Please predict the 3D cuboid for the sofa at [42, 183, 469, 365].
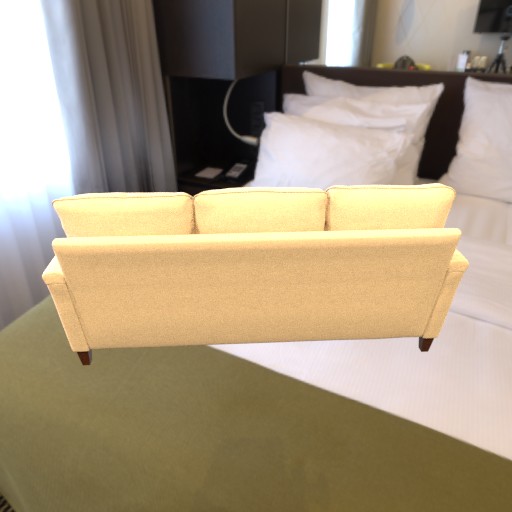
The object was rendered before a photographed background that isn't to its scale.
[{"bbox_3d":[0.000,0.000,2.374,1.925,0.961,0.828,-2,29,-3],"label":"sofa"}]
